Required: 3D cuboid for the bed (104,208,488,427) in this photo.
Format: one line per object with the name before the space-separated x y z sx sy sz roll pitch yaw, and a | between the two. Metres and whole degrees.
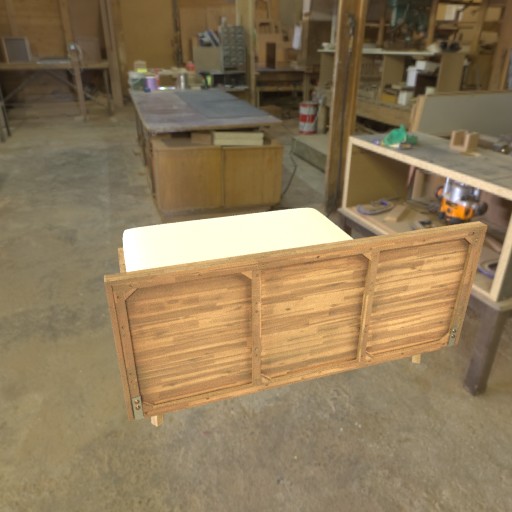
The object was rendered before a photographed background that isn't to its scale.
bed | 0.000 0.000 3.429 2.116 1.100 2.167 -8 28 -16
